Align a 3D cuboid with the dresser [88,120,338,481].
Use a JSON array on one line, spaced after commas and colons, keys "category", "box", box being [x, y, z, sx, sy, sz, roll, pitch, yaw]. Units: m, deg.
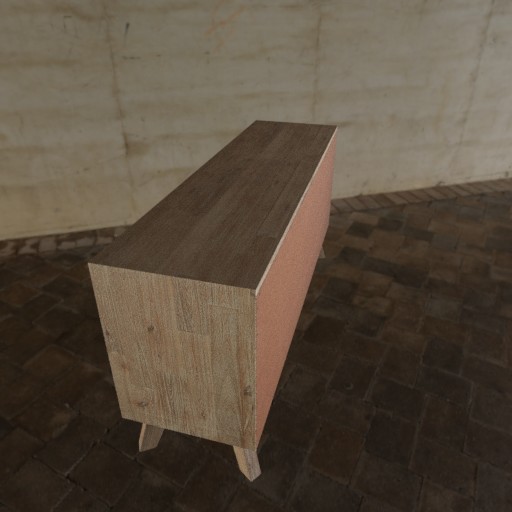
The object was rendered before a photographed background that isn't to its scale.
[{"category": "dresser", "box": [0.000, 0.000, 1.960, 0.455, 0.788, 1.602, 8, 31, 14]}]
